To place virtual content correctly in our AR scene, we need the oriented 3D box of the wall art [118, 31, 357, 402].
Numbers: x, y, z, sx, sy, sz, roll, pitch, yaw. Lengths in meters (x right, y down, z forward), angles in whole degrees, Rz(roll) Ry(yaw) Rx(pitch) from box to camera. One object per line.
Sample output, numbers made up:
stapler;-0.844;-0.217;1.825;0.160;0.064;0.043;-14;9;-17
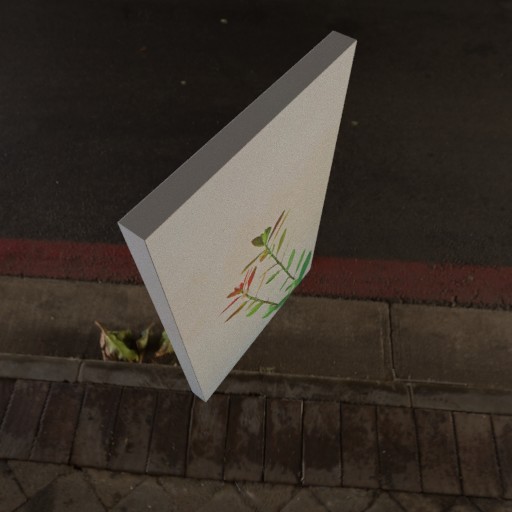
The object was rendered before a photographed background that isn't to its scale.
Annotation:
wall art;0.000;0.000;0.776;0.038;0.611;0.408;32;63;18
